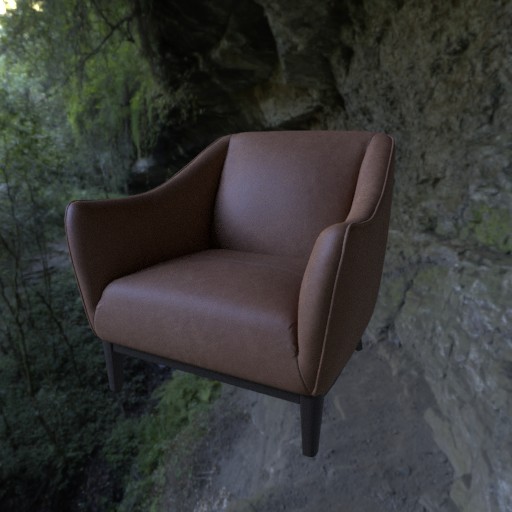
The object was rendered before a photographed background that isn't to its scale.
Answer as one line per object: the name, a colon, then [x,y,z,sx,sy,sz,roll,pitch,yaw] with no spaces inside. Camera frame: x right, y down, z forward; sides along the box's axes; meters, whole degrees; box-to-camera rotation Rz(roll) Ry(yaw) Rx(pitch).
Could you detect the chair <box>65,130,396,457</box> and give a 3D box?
chair: [0.000,0.000,1.500,0.871,0.830,0.852,7,16,26]
